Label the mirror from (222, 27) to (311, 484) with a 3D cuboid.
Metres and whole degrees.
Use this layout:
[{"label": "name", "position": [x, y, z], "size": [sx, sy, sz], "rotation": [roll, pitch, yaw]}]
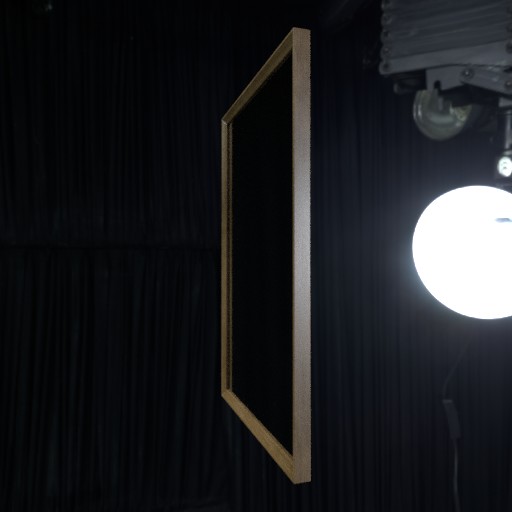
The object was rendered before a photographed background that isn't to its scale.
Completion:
[{"label": "mirror", "position": [0.000, 0.000, 1.183], "size": [0.041, 0.915, 0.609], "rotation": [0, -1, -18]}]
